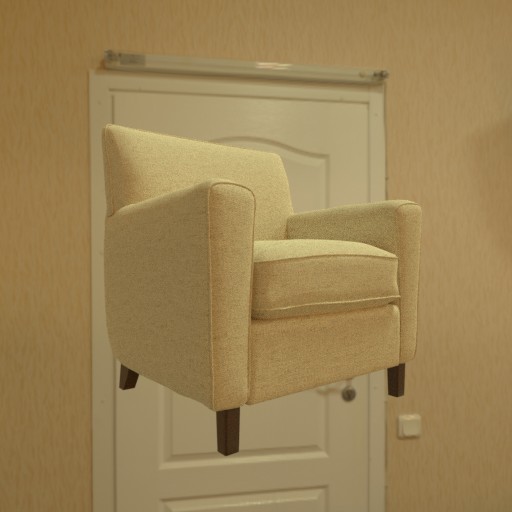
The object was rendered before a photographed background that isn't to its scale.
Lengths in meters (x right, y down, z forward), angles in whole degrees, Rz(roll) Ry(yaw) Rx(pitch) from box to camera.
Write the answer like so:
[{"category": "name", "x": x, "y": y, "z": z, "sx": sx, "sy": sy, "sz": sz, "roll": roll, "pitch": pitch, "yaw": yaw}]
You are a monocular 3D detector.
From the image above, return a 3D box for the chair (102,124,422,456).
[{"category": "chair", "x": 0.000, "y": 0.000, "z": 1.553, "sx": 0.870, "sy": 0.943, "sz": 0.823, "roll": -1, "pitch": 1, "yaw": -38}]
